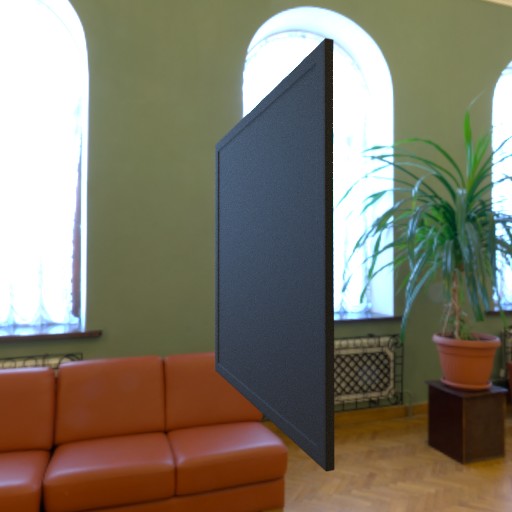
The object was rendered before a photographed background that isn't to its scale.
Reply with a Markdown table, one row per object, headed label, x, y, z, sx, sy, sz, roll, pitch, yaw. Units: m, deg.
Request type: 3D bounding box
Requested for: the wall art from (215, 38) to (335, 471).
| label | x | y | z | sx | sy | sz | roll | pitch | yaw |
| --- | --- | --- | --- | --- | --- | --- | --- | --- | --- |
| wall art | 0.000 | 0.000 | 0.835 | 0.012 | 0.558 | 0.562 | 0 | -1 | -20 |
